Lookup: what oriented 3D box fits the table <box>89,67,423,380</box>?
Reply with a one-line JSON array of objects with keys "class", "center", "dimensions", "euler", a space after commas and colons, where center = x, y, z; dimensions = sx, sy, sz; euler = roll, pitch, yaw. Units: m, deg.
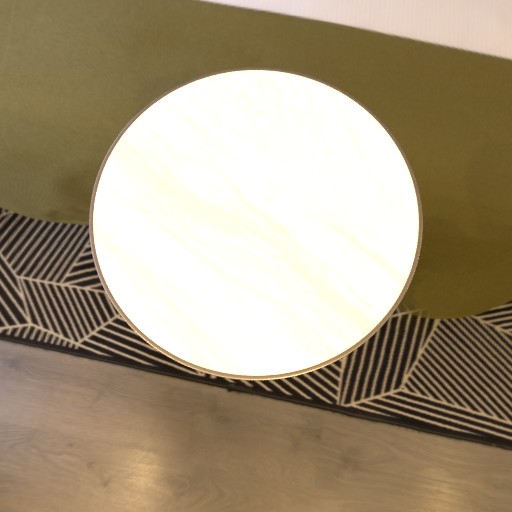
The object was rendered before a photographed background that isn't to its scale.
[{"class": "table", "center": [0.000, 0.000, 0.824], "dimensions": [0.445, 0.479, 0.445], "euler": [0, 74, 0]}]
